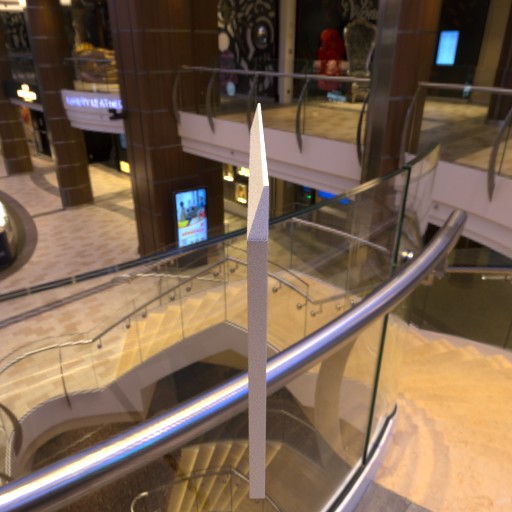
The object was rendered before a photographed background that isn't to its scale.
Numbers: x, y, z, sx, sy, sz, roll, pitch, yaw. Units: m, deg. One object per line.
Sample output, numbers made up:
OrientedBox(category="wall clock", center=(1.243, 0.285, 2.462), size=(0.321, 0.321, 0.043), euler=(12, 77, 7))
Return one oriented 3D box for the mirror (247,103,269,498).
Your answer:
OrientedBox(category="mirror", center=(0.000, 0.000, 1.118), size=(0.030, 0.630, 0.870), euler=(0, 26, 0))
